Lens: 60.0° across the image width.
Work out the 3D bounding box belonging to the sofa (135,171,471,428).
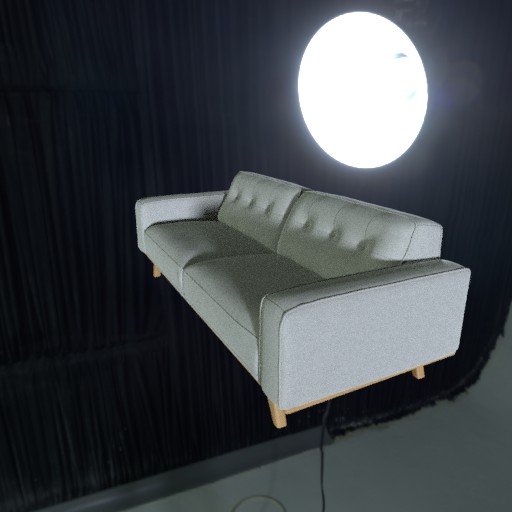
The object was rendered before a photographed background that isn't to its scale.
[{"bbox_3d":[0.000,0.000,2.674,0.956,0.781,2.270,-9,20,-25],"label":"sofa"}]
